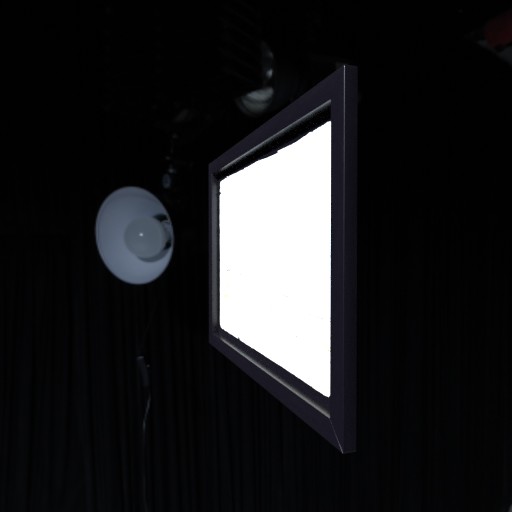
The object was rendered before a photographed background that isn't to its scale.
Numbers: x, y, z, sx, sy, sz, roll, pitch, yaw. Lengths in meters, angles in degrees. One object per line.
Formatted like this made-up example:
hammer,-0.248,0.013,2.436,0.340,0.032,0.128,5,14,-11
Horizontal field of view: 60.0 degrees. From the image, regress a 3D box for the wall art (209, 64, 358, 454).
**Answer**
wall art,0.000,0.000,0.557,0.013,0.306,0.440,0,1,-20
